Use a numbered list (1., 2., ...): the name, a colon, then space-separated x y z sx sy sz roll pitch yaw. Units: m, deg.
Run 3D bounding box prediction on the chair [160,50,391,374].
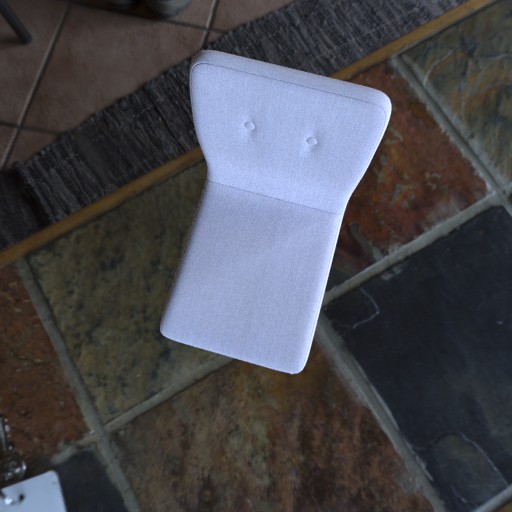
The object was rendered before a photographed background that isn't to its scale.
1. chair: 0.000 0.000 1.208 0.435 0.885 0.550 15 76 4
